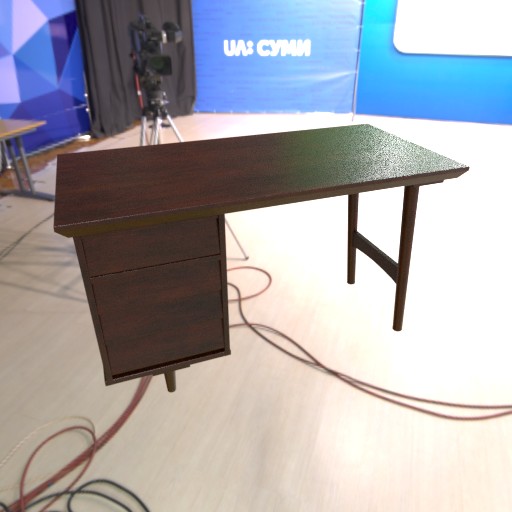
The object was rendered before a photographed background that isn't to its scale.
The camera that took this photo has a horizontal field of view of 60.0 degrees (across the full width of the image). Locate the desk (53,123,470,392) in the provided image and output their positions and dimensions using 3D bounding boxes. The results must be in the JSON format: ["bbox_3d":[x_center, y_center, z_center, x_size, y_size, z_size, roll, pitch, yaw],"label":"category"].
[{"bbox_3d":[0.000,0.000,1.705,1.277,0.758,0.612,-11,32,-17],"label":"desk"}]
